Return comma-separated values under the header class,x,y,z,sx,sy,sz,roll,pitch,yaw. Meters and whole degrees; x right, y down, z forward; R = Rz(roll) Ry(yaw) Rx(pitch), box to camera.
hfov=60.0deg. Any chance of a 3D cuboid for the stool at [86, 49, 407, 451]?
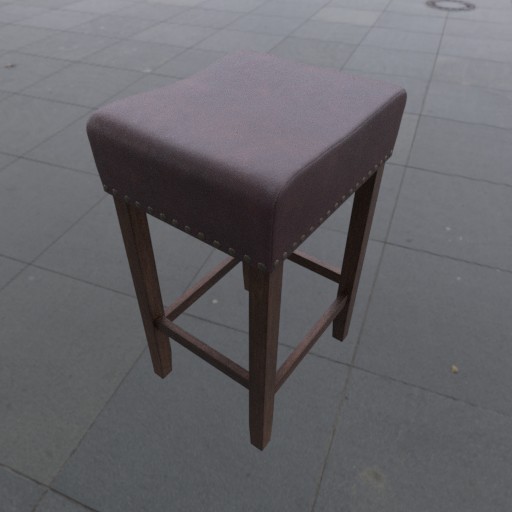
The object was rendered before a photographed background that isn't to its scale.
class,x,y,z,sx,sy,sz,roll,pitch,yaw
stool,0.000,0.000,1.048,0.401,0.769,0.465,26,48,26
